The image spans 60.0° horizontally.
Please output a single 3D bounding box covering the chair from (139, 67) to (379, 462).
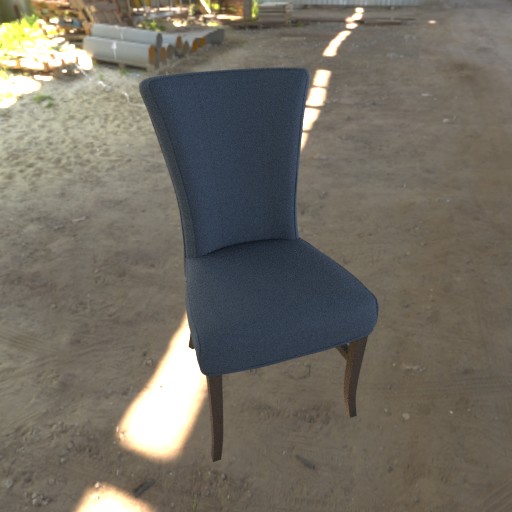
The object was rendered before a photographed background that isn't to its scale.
[{"bbox_3d":[0.000,0.000,1.372,0.520,0.991,0.660,-11,34,-16],"label":"chair"}]
